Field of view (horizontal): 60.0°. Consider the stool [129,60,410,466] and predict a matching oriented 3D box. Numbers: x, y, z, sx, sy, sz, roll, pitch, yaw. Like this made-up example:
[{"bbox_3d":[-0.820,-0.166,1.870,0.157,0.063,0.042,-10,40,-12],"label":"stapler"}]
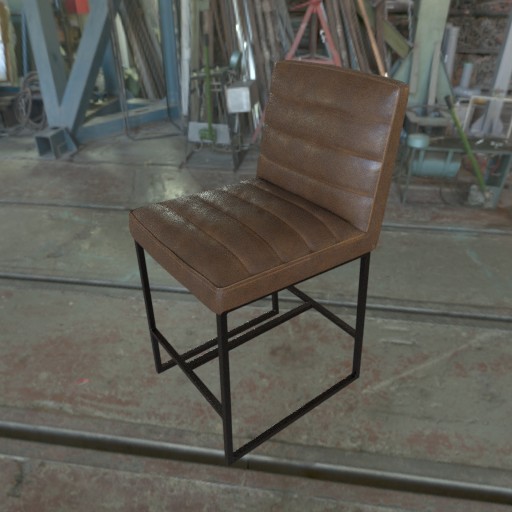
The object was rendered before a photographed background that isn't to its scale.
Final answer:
[{"bbox_3d":[0.000,0.000,1.242,0.562,0.942,0.463,-22,38,-31],"label":"stool"}]
